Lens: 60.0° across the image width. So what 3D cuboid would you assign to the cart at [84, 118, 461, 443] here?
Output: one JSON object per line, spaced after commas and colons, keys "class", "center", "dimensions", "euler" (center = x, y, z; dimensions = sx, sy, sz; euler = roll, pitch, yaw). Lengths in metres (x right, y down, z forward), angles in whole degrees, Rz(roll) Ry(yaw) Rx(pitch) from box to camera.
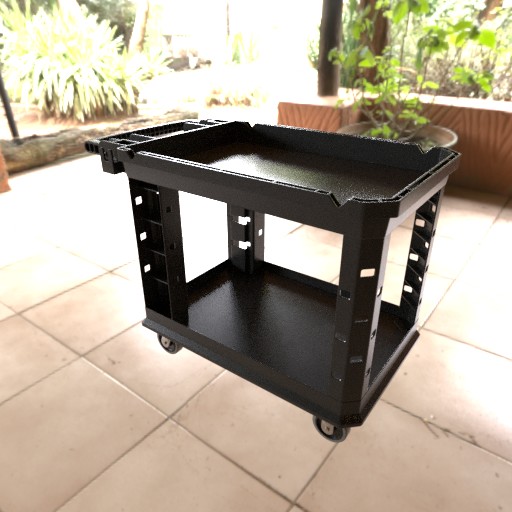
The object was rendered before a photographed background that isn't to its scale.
{"class": "cart", "center": [0.000, 0.000, 1.755], "dimensions": [1.239, 0.884, 0.674], "euler": [18, 32, 32]}
